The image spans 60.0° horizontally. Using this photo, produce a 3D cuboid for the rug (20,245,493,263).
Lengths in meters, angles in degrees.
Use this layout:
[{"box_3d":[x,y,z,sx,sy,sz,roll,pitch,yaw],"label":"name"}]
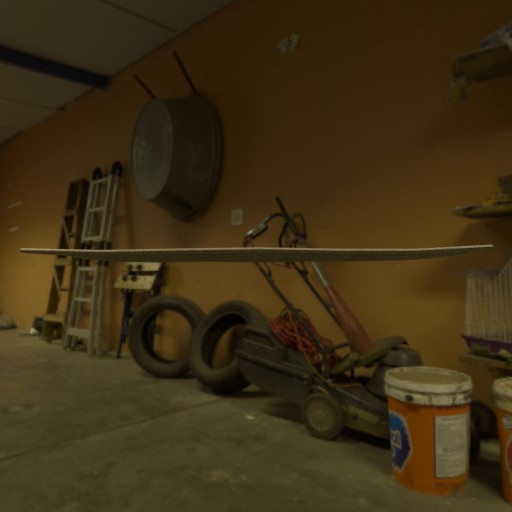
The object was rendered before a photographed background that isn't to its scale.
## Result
[{"box_3d":[0.000,0.000,3.042,2.430,0.053,1.553,0,-2,-1],"label":"rug"}]
